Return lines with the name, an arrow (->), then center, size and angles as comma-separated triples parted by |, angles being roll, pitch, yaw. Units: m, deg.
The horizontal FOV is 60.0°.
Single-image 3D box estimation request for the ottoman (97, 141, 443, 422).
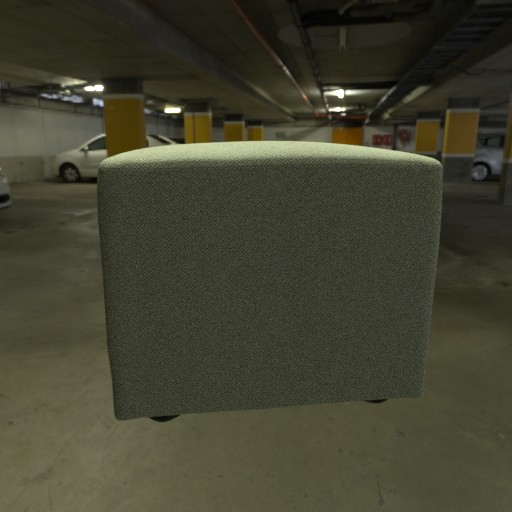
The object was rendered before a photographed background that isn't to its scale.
ottoman -> 0.000, 0.000, 0.905 | 0.512, 0.453, 0.521 | -2, 14, -7
